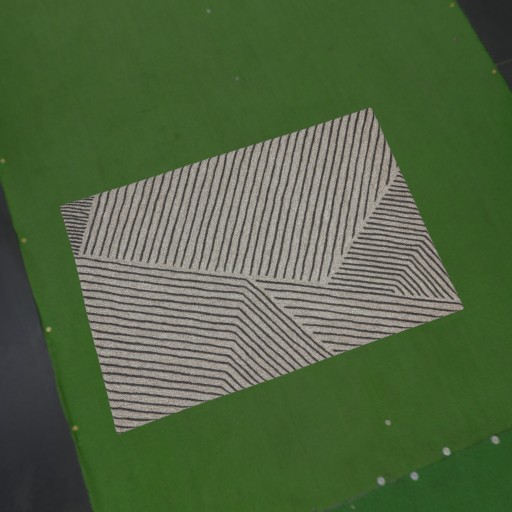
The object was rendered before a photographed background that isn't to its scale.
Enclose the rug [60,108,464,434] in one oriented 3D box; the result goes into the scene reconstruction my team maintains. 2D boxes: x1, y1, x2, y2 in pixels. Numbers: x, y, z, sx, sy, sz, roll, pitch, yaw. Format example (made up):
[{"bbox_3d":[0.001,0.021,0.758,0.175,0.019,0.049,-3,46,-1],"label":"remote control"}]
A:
[{"bbox_3d":[0.000,0.000,2.347,1.842,0.019,1.237,-19,77,-5],"label":"rug"}]
